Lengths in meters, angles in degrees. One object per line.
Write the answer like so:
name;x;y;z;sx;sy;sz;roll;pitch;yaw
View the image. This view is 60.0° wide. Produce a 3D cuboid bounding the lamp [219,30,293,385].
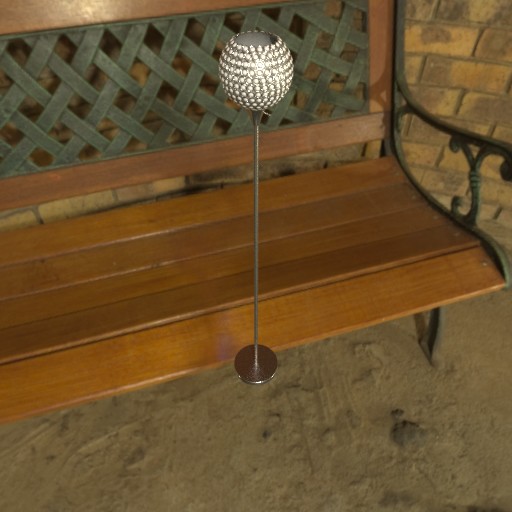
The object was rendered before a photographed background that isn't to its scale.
lamp;0.000;0.000;1.932;0.254;1.805;0.254;0;45;0
